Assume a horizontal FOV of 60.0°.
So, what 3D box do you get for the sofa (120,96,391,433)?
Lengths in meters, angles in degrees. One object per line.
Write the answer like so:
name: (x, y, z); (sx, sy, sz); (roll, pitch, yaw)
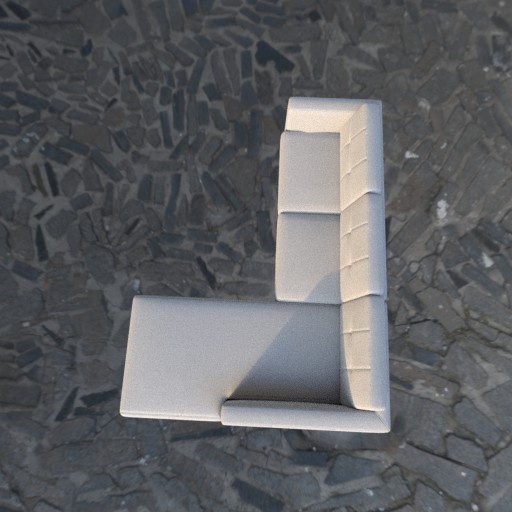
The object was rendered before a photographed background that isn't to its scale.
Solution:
sofa: (0.000, 0.000, 2.872); (1.530, 0.860, 2.040); (3, 75, 1)
